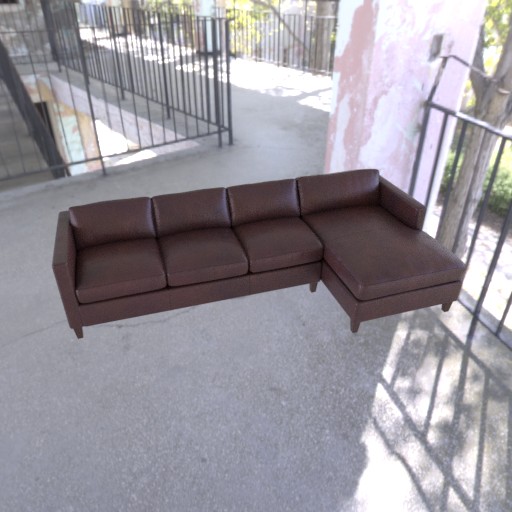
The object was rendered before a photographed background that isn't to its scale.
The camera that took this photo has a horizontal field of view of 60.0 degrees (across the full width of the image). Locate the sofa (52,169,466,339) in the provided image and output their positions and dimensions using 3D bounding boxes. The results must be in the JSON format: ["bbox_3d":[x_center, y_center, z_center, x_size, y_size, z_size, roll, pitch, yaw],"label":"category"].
[{"bbox_3d":[0.000,0.000,3.890,3.203,0.883,1.581,-10,33,-15],"label":"sofa"}]
